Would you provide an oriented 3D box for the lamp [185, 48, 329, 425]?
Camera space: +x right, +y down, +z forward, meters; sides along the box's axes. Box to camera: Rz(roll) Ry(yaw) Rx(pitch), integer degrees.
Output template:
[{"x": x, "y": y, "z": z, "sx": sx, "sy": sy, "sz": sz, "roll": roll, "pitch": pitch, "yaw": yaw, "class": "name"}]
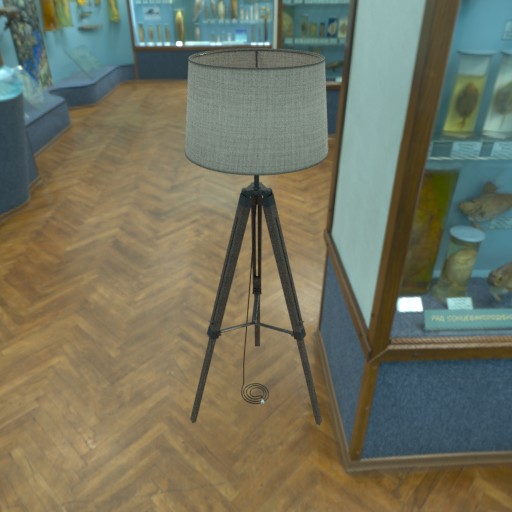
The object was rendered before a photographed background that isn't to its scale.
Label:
[{"x": 0.000, "y": 0.000, "z": 1.812, "sx": 0.604, "sy": 1.510, "sz": 0.587, "roll": 0, "pitch": 32, "yaw": 0, "class": "lamp"}]
